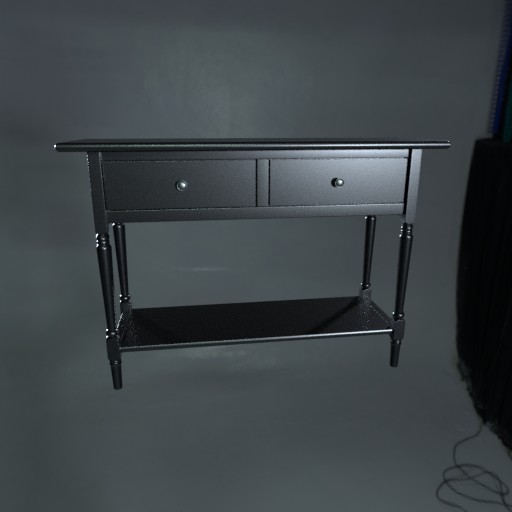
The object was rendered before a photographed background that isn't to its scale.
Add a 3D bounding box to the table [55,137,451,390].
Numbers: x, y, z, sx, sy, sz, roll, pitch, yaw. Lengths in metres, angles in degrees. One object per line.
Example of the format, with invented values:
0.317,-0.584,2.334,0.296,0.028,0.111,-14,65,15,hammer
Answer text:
0.000,0.000,1.614,1.191,0.819,0.386,-2,17,-8,table
